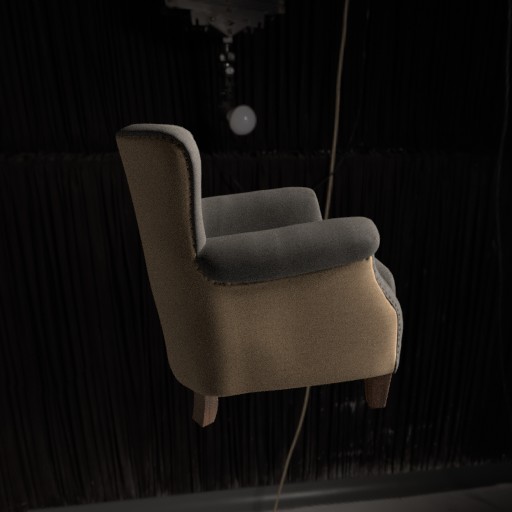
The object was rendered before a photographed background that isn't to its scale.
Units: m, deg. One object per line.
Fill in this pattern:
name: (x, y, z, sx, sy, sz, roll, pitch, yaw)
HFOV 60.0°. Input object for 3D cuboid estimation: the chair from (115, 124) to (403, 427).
chair: (0.000, 0.000, 1.643, 0.921, 0.936, 0.861, -2, 17, -8)
